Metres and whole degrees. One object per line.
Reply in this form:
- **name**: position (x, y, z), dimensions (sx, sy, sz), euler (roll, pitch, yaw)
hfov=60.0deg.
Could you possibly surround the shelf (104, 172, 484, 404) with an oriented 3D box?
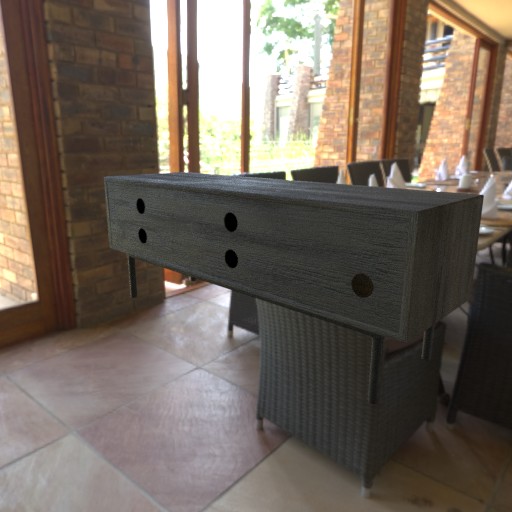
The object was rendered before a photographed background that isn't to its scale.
- **shelf**: position (0.000, 0.000, 1.534), dimensions (1.300, 0.495, 0.400), euler (14, 20, 42)
